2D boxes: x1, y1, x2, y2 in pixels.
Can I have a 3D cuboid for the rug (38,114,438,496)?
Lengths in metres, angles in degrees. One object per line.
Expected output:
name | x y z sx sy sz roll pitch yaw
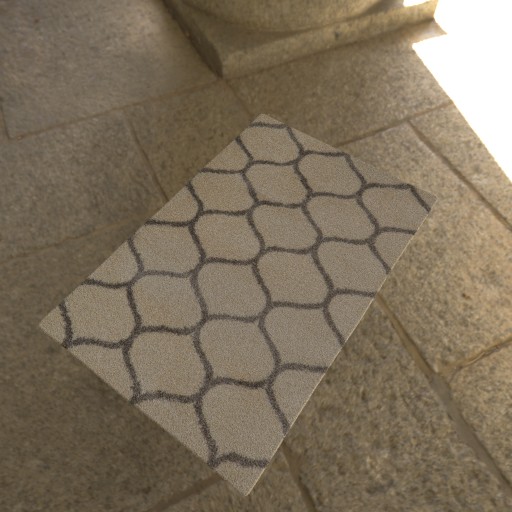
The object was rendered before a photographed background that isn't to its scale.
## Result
rug | 0.000 0.000 3.374 1.801 0.026 2.701 31 62 18
